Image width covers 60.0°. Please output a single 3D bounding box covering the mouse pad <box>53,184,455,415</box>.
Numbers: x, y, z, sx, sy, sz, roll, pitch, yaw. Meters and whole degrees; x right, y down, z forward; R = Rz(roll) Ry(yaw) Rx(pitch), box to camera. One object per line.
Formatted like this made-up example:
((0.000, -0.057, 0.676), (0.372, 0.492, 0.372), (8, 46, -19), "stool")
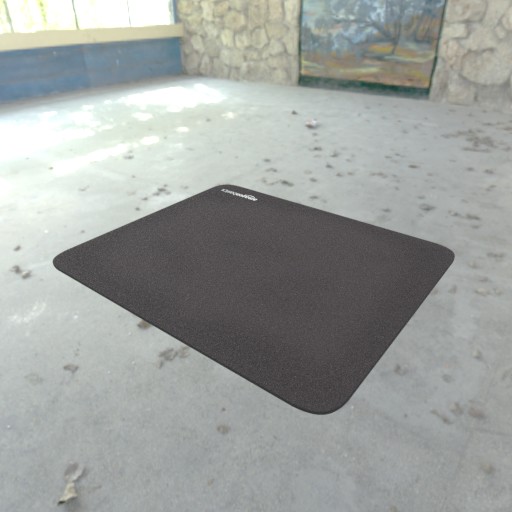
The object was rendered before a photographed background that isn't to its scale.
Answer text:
((0.000, 0.000, 0.346), (0.249, 0.002, 0.211), (21, 36, 32), "mouse pad")
